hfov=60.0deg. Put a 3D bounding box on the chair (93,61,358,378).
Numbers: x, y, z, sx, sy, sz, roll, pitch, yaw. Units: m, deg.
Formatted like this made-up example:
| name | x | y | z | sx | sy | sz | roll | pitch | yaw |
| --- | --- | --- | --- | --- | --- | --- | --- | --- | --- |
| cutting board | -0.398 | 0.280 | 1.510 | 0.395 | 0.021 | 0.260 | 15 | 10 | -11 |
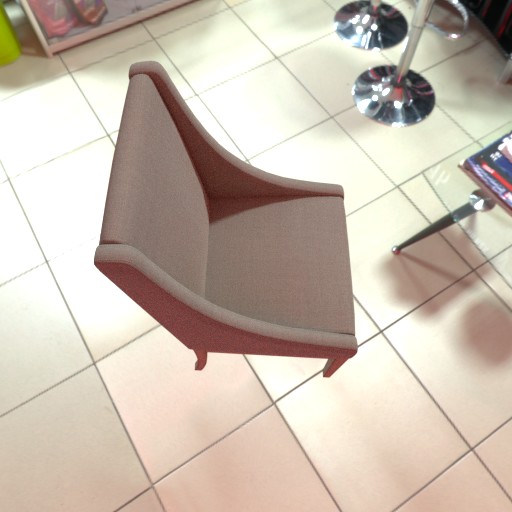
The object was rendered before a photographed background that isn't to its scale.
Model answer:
| name | x | y | z | sx | sy | sz | roll | pitch | yaw |
| --- | --- | --- | --- | --- | --- | --- | --- | --- | --- |
| chair | 0.000 | 0.000 | 1.378 | 0.611 | 1.021 | 0.575 | 1 | 64 | 0 |
